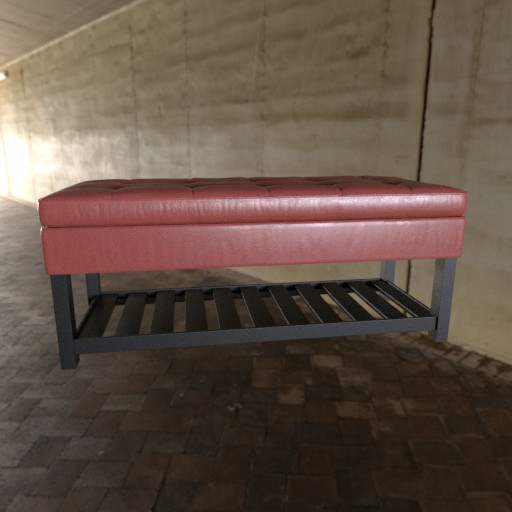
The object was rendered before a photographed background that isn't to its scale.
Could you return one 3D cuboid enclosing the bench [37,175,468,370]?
[{"bbox_3d":[0.000,0.000,1.357,1.105,0.460,0.432,-2,15,-9],"label":"bench"}]
